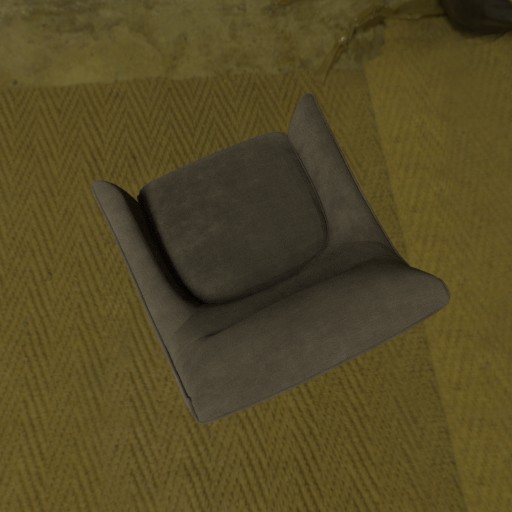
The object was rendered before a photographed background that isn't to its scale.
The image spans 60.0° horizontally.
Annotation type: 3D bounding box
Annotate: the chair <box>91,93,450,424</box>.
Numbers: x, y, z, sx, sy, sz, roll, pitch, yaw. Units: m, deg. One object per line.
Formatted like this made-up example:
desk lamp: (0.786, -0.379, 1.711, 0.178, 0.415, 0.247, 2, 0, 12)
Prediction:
chair: (0.000, 0.000, 1.418, 0.762, 0.838, 0.787, -24, 76, -6)
